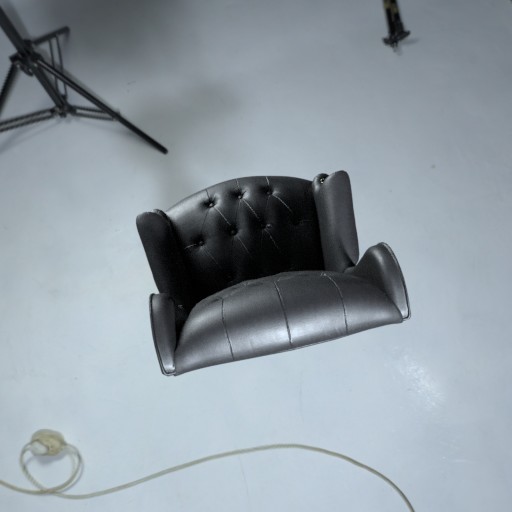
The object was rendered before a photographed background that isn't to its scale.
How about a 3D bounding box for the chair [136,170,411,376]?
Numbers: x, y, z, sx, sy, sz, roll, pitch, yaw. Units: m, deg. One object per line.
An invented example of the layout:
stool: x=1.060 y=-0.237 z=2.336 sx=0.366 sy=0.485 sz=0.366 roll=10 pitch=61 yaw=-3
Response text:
chair: x=0.000 y=0.000 z=1.722 sx=0.831 sy=1.133 sz=0.822 roll=-12 pitch=74 yaw=-4
